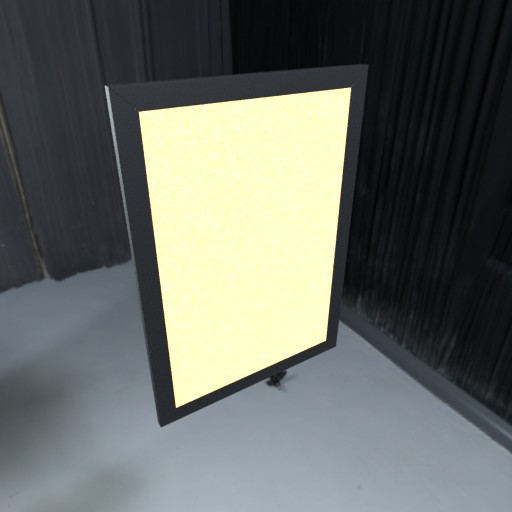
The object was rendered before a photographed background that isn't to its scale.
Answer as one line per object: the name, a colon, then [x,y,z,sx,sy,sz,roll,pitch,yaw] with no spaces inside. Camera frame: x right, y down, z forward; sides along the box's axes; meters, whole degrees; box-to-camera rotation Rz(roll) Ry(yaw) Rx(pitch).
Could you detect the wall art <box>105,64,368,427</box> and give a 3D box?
wall art: [0.000,0.000,0.598,0.326,0.459,0.011,-17,34,-27]
